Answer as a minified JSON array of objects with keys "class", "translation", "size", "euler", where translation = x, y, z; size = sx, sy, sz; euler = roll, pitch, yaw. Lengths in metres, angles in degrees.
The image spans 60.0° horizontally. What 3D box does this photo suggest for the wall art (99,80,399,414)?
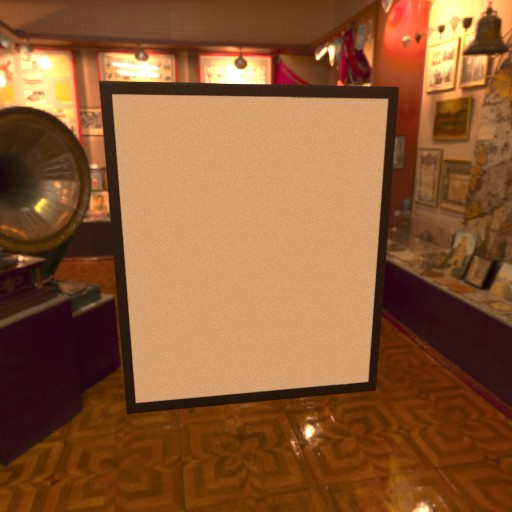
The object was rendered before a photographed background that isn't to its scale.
[{"class":"wall art","translation":[0.000,0.000,0.702],"size":[0.430,0.509,0.021],"euler":[-2,15,-9]}]
